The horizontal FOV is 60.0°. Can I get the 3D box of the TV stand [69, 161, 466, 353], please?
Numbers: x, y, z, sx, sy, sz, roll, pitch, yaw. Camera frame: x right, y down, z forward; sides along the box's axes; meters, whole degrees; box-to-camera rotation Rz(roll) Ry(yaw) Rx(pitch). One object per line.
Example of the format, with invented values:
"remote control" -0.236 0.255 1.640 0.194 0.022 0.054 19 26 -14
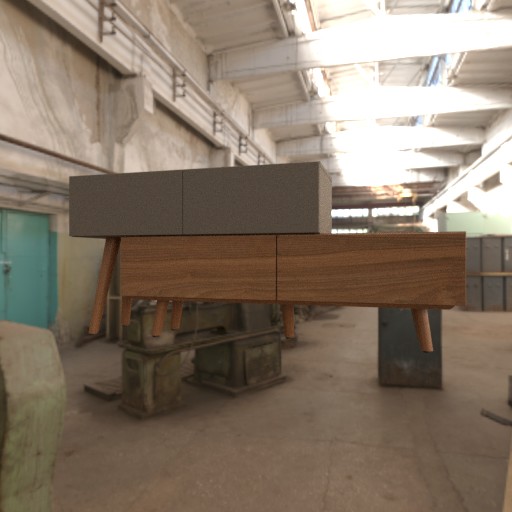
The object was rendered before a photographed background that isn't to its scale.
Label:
"TV stand" 0.000 0.000 1.593 1.336 0.591 0.329 0 0 16
